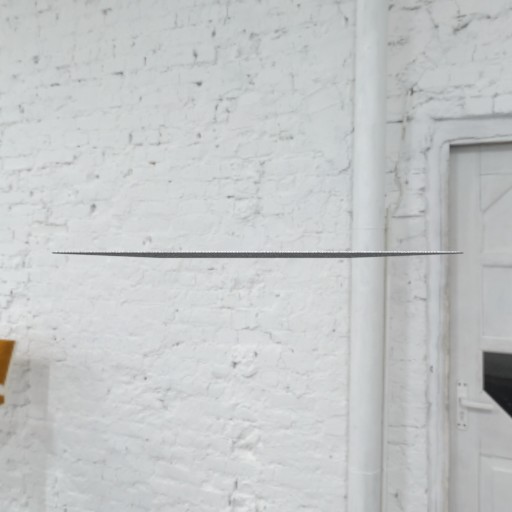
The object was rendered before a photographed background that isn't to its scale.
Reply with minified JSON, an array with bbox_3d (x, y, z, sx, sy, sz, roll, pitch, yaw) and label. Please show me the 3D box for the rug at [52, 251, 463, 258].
[{"bbox_3d":[0.000,0.000,4.108,2.438,0.012,3.048,0,-1,0],"label":"rug"}]
